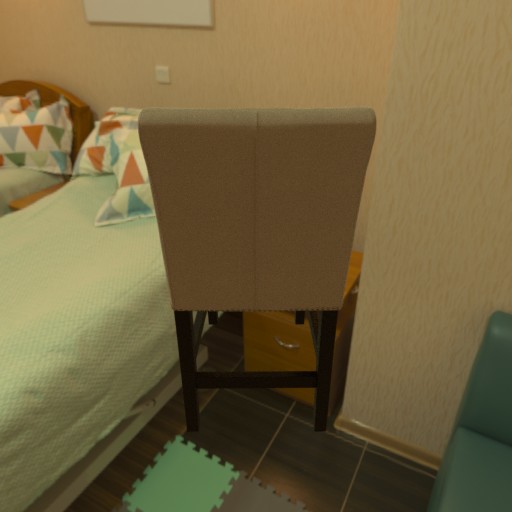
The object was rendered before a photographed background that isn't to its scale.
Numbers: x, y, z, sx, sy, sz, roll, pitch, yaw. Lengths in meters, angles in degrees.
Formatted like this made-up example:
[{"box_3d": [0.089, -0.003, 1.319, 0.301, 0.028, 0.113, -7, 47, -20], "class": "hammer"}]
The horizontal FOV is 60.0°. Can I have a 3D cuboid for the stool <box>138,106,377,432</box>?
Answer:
[{"box_3d": [0.000, 0.000, 1.210, 0.427, 0.885, 0.571, 0, 30, 0], "class": "stool"}]
